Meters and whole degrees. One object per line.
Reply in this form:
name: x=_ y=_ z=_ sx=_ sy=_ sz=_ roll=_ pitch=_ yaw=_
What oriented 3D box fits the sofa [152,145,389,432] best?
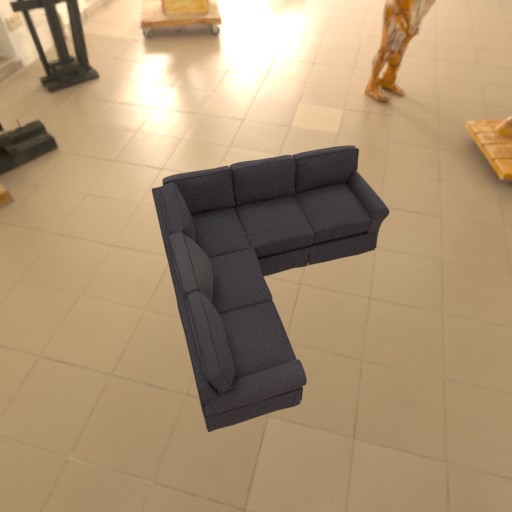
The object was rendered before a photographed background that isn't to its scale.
sofa: x=0.000 y=0.000 z=5.102 sx=2.874 sy=1.169 sz=3.773 roll=11 pitch=49 yaw=10
